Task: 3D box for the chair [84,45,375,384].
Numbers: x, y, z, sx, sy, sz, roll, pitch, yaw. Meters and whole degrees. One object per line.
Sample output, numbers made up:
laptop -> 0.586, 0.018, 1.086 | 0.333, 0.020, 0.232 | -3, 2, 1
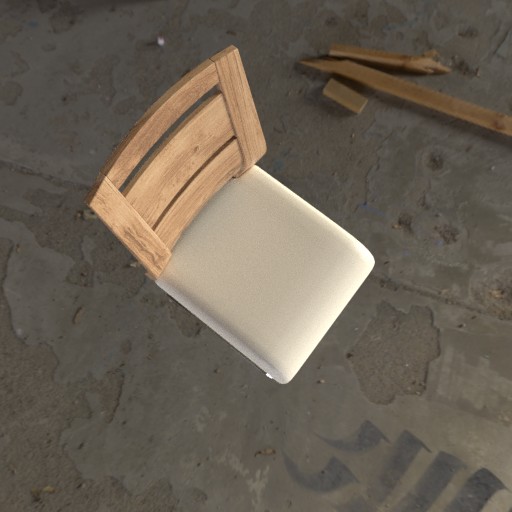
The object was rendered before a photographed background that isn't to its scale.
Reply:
chair -> 0.000, 0.000, 1.228 | 0.561, 0.955, 0.457 | 37, 78, 10
